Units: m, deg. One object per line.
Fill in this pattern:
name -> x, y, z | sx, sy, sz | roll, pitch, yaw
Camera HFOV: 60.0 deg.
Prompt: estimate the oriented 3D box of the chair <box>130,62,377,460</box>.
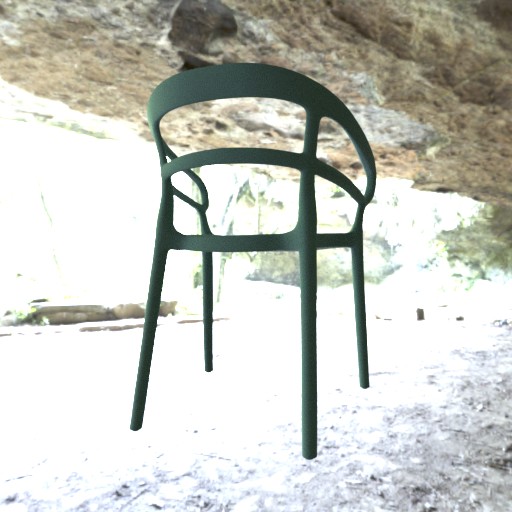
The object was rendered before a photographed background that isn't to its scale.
chair -> 0.000, 0.000, 1.128 | 0.559, 0.761, 0.527 | 0, 1, 20
